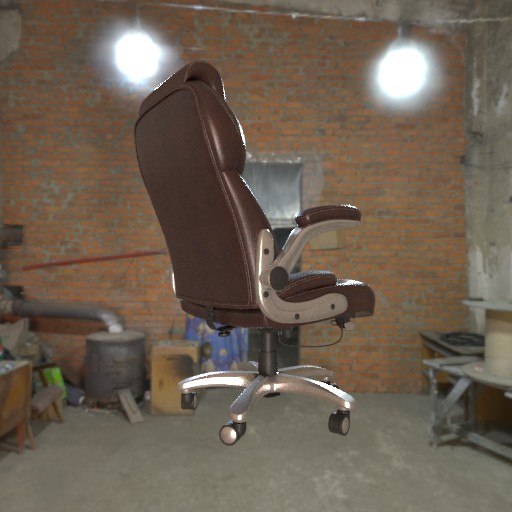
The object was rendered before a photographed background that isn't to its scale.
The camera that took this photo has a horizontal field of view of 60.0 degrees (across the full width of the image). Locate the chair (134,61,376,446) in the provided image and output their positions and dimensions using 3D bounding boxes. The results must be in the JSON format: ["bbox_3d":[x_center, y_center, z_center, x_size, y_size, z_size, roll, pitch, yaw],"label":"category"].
[{"bbox_3d":[0.000,0.000,1.633,0.774,1.160,0.733,1,-1,-35],"label":"chair"}]
